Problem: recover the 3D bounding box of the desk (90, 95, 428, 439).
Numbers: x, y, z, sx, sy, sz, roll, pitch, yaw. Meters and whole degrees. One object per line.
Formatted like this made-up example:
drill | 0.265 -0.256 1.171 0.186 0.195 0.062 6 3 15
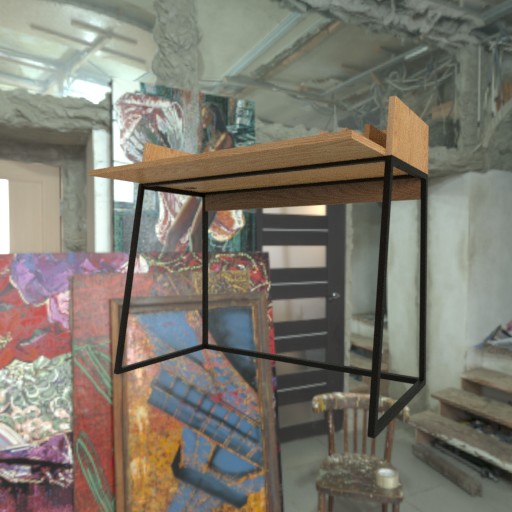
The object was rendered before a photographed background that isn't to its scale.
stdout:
desk | 0.000 0.000 1.843 1.191 1.061 0.769 1 2 34
